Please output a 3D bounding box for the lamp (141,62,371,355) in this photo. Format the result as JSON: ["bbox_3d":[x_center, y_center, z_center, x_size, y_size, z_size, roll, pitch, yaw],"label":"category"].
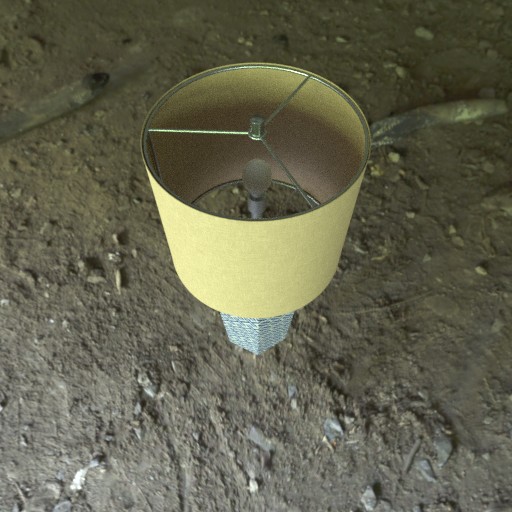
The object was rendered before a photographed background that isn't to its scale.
[{"bbox_3d":[0.000,0.000,0.889,0.320,0.682,0.320,2,57,1],"label":"lamp"}]
